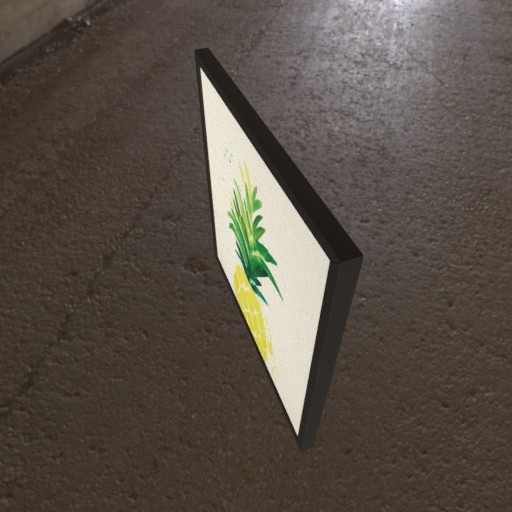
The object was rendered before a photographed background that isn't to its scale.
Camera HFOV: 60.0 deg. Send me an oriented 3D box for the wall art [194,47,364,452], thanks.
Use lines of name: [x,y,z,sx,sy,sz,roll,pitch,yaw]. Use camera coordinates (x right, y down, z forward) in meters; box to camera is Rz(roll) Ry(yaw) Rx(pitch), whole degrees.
wall art: [0.000,0.000,1.147,0.037,0.760,0.762,-16,49,-14]
